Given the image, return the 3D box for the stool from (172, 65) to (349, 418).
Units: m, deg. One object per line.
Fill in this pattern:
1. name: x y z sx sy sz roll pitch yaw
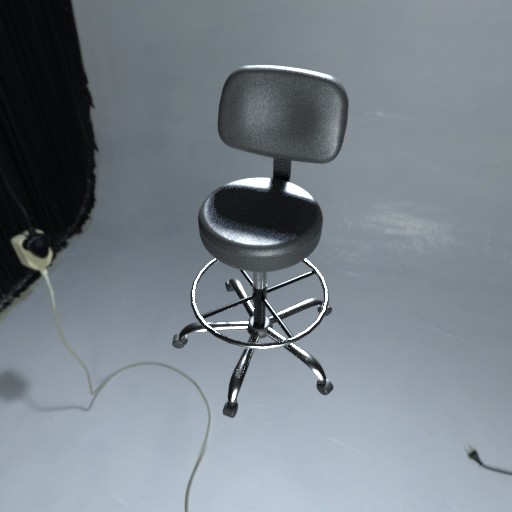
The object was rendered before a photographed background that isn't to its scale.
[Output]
1. stool: 0.000 0.000 1.515 0.694 1.069 0.658 13 44 14
